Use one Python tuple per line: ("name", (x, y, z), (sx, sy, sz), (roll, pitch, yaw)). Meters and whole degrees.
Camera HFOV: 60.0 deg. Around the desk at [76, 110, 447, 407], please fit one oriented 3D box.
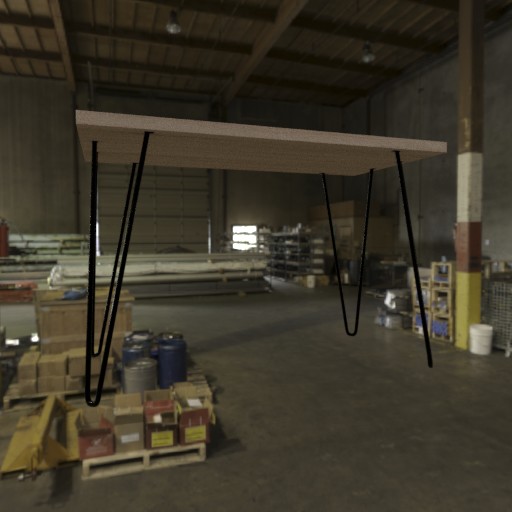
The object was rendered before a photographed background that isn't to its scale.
("desk", (0.000, 0.000, 1.364), (0.991, 0.660, 0.499), (-1, 2, -19))
